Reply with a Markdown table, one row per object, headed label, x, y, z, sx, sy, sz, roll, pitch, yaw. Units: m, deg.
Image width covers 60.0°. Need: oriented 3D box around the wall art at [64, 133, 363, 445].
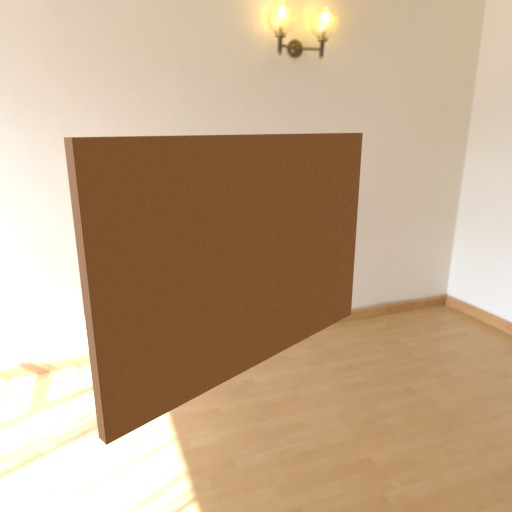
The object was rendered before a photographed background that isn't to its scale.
| label | x | y | z | sx | sy | sz | roll | pitch | yaw |
| --- | --- | --- | --- | --- | --- | --- | --- | --- | --- |
| wall art | 0.000 | 0.000 | 1.149 | 0.033 | 0.608 | 0.915 | 15 | 22 | 42 |
